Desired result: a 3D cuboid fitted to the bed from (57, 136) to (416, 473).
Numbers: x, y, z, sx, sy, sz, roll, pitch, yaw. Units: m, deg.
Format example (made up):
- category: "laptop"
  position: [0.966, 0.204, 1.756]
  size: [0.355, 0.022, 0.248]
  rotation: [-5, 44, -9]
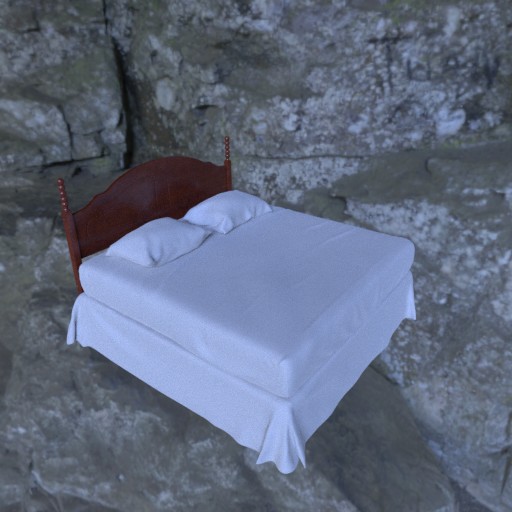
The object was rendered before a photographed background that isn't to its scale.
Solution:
- category: "bed"
  position: [0.000, 0.000, 3.590]
  size: [2.219, 1.355, 2.322]
  rotation: [19, 32, 33]
